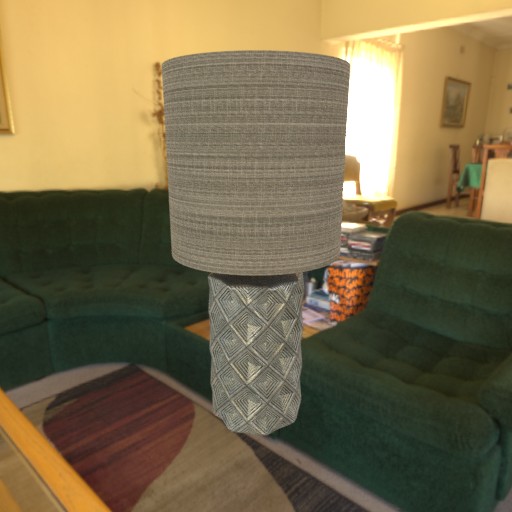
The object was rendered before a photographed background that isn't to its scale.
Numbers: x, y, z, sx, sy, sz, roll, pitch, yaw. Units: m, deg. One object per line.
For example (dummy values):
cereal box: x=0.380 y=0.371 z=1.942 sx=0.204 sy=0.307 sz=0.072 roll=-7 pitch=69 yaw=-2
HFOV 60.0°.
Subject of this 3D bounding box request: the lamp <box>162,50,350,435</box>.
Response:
lamp: x=0.000 y=0.000 z=0.717 sx=0.269 sy=0.566 sz=0.268 roll=7 pitch=17 yaw=25
